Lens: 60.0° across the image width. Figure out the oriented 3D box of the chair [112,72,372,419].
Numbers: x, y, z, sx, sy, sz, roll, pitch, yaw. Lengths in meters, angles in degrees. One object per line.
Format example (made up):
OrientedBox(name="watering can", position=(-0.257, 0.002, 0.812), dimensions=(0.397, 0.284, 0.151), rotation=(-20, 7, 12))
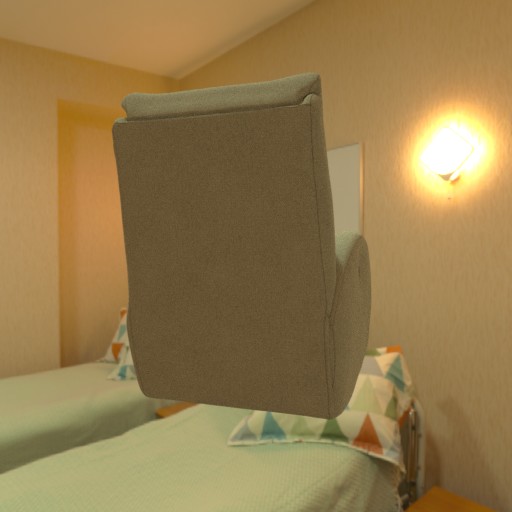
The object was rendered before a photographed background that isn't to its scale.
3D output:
OrientedBox(name="chair", position=(0.000, 0.000, 1.648), dimensions=(0.794, 1.021, 0.940), rotation=(0, 2, 18))
